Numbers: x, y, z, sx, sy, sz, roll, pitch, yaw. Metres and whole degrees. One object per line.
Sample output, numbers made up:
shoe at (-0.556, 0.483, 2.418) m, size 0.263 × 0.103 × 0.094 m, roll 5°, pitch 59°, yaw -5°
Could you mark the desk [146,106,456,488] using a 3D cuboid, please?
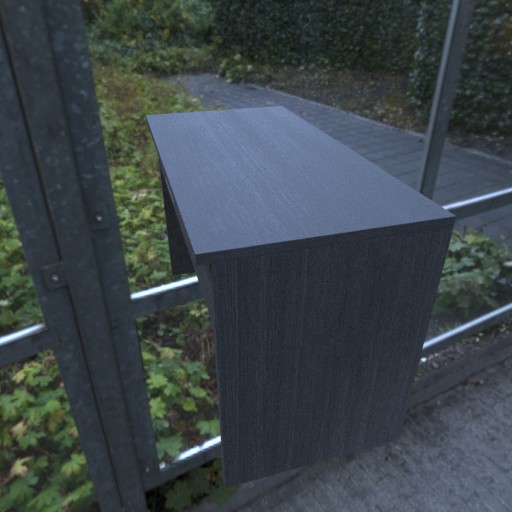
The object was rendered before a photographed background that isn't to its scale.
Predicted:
desk at (0.000, 0.000, 1.508) m, size 0.557 × 0.729 × 1.099 m, roll -9°, pitch 32°, yaw -14°
